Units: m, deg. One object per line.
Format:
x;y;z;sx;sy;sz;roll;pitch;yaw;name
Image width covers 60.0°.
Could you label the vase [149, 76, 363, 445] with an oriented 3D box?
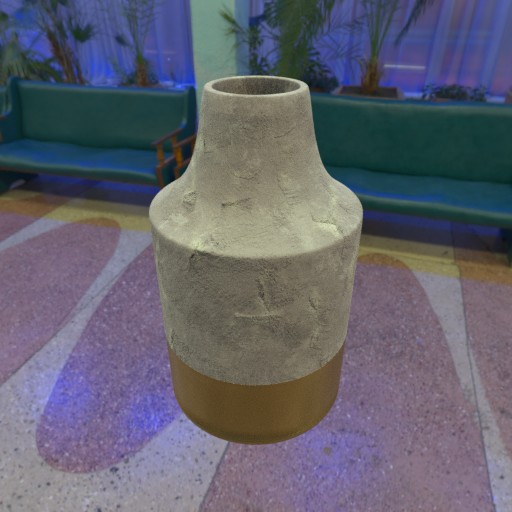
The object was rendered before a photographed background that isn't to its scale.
0.000;0.000;0.415;0.184;0.305;0.184;0;32;0;vase
